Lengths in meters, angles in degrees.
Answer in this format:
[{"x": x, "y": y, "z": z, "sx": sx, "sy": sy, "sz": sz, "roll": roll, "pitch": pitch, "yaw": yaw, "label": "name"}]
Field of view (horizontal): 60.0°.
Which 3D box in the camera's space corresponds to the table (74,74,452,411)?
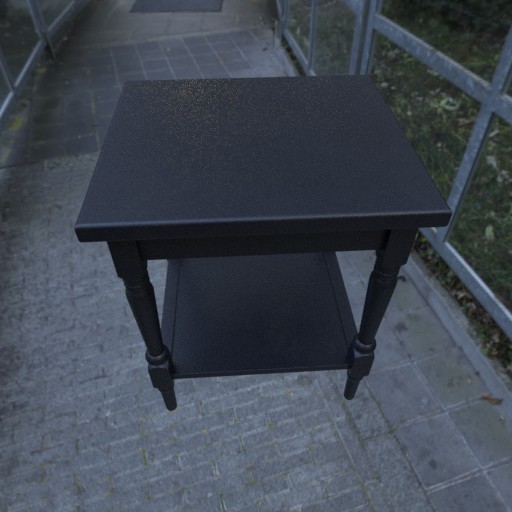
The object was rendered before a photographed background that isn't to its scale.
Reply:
[{"x": 0.000, "y": 0.000, "z": 0.920, "sx": 0.488, "sy": 0.565, "sz": 0.442, "roll": -3, "pitch": 45, "yaw": -3, "label": "table"}]
